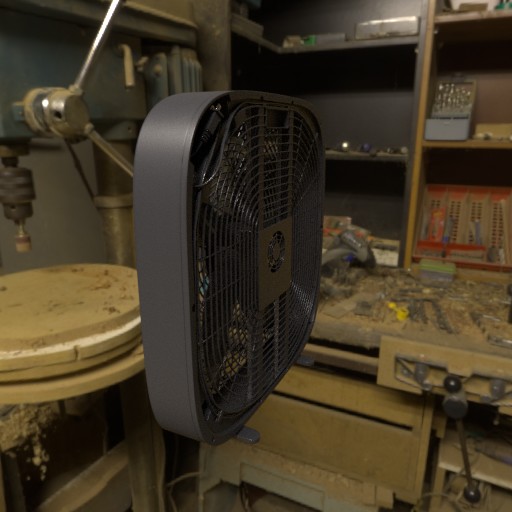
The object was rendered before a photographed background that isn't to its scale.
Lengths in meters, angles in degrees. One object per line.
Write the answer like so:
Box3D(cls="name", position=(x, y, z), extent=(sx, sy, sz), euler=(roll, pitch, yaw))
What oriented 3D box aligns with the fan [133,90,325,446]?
Box3D(cls="fan", position=(0.000, 0.000, 0.781), extent=(0.142, 0.533, 0.526), euler=(8, 18, 25))
